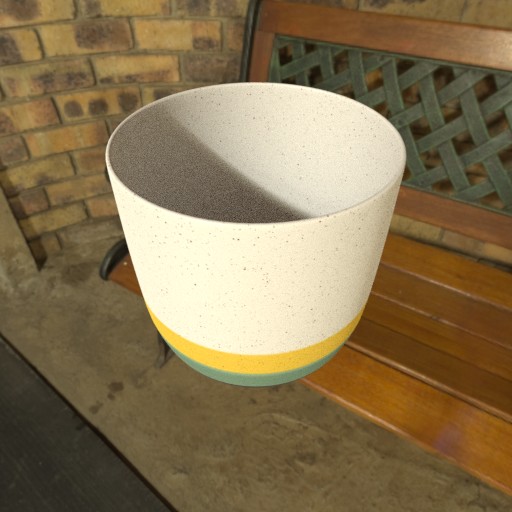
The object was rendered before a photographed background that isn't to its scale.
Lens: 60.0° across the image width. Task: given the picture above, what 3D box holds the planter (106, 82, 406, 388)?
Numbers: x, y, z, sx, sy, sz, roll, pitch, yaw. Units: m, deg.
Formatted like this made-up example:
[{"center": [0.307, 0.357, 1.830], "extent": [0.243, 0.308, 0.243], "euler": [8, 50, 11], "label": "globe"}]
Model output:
[{"center": [0.000, 0.000, 0.366], "extent": [0.195, 0.214, 0.195], "euler": [0, 42, 0], "label": "planter"}]
